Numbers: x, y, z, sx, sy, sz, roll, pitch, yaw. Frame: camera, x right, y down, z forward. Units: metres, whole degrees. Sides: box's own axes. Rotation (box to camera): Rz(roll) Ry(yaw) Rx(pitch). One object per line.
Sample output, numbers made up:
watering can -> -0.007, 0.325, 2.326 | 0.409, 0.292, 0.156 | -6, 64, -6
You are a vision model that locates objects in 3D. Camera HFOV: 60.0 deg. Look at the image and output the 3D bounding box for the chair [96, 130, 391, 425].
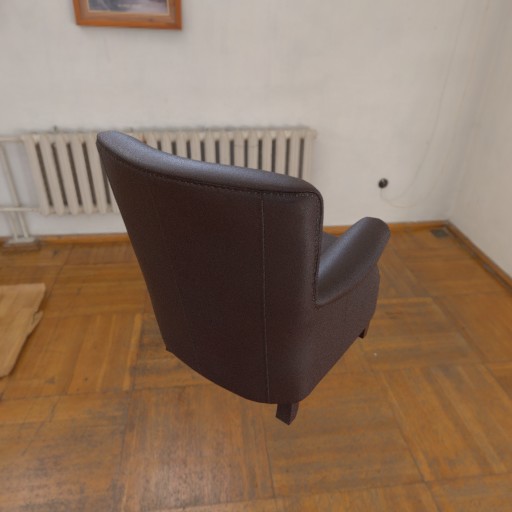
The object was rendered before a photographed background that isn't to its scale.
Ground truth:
chair -> 0.000, 0.000, 1.376 | 0.700, 0.800, 0.746 | 22, 36, 32
